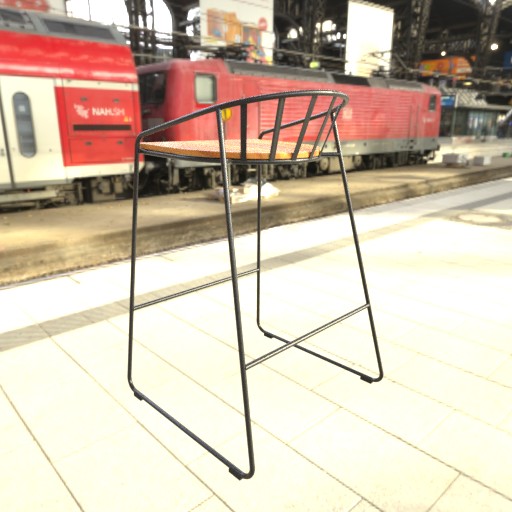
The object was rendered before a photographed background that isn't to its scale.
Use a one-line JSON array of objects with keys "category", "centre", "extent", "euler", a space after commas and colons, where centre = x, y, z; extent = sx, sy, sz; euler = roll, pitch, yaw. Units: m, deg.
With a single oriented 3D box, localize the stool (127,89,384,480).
[{"category": "stool", "centre": [0.000, 0.000, 1.185], "extent": [0.546, 0.812, 0.521], "euler": [-16, 23, -42]}]
